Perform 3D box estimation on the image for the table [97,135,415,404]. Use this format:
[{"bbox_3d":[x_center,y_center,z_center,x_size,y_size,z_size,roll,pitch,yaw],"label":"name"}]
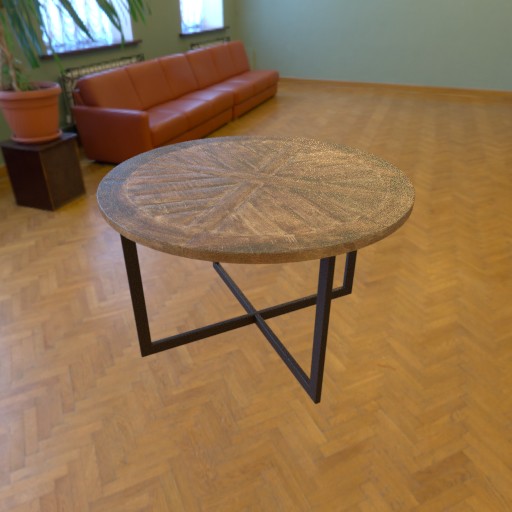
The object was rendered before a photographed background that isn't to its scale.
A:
[{"bbox_3d":[0.000,0.000,2.034,1.264,0.762,1.264,0,31,0],"label":"table"}]
